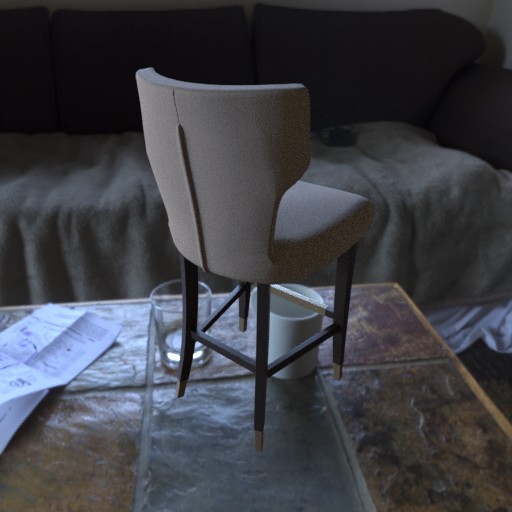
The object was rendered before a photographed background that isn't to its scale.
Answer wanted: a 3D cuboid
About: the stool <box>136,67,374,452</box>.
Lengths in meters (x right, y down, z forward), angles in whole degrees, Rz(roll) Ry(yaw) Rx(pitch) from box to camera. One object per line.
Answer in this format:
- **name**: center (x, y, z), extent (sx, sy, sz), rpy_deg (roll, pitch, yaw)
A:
- **stool**: center (0.000, 0.000, 1.387), extent (0.526, 1.092, 0.563), rpy_deg (21, 36, 32)
